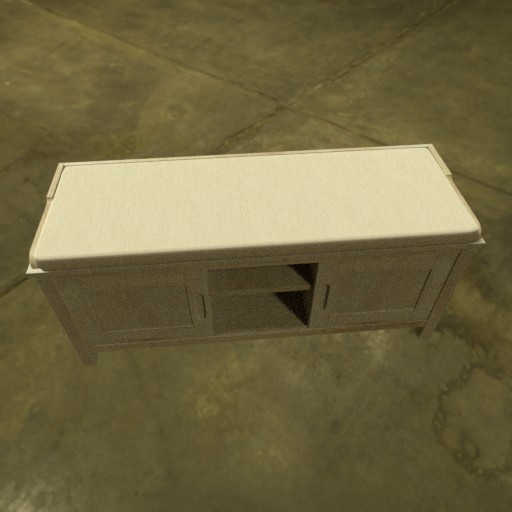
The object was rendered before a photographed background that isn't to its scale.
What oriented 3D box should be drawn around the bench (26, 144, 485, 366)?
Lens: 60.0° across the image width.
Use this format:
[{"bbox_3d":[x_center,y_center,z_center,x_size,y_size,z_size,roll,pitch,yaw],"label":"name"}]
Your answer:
[{"bbox_3d":[0.000,0.000,1.378,1.140,0.501,0.398,-4,47,-4],"label":"bench"}]
